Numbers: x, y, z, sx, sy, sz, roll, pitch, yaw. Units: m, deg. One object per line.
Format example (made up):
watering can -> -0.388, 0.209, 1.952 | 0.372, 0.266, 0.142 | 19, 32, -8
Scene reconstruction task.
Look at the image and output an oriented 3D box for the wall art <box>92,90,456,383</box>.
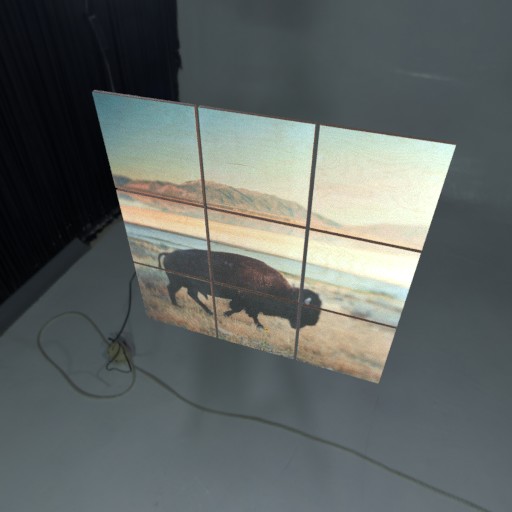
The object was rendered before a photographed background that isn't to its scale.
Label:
wall art -> 0.000, 0.000, 1.358 | 0.906, 0.904, 0.018 | 13, 43, 14
